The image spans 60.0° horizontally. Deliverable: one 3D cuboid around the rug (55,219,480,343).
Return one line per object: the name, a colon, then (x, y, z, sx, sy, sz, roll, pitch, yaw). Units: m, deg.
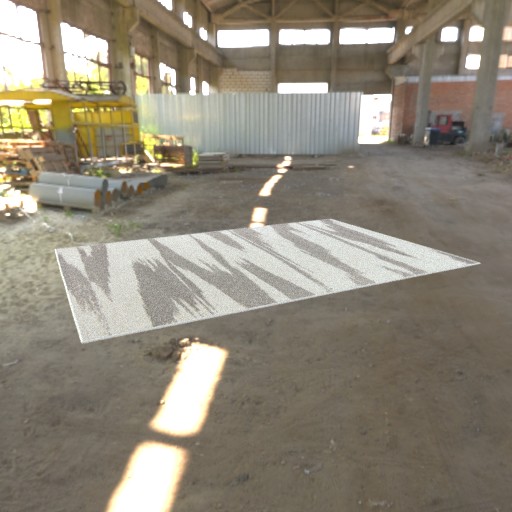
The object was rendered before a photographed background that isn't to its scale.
rug: (0.000, 0.000, 2.273, 1.827, 0.008, 1.225, -8, 18, -26)
